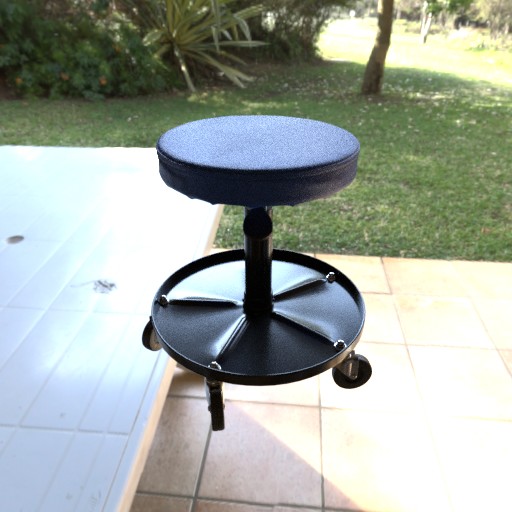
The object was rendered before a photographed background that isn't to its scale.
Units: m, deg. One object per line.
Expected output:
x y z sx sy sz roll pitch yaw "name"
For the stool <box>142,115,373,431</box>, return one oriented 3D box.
0.000 0.000 0.682 0.381 0.365 0.382 0 30 0 "stool"
